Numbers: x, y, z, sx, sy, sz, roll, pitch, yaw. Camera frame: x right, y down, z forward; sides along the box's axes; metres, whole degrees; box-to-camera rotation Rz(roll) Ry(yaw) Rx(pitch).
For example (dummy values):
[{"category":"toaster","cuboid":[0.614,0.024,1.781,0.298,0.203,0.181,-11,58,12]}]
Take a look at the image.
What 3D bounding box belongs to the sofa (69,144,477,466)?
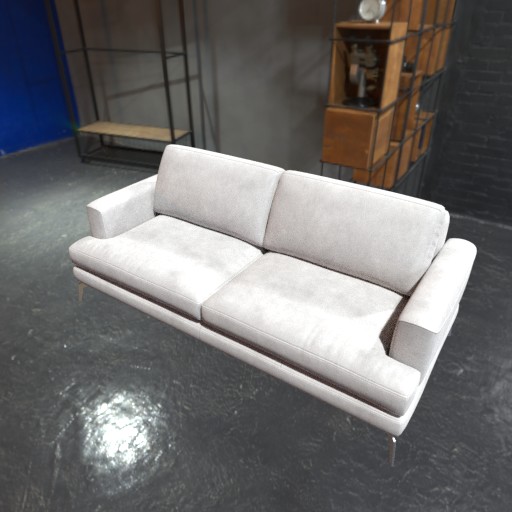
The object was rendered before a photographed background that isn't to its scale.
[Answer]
[{"category":"sofa","cuboid":[0.000,0.000,2.397,2.013,0.830,0.980,19,36,29]}]
